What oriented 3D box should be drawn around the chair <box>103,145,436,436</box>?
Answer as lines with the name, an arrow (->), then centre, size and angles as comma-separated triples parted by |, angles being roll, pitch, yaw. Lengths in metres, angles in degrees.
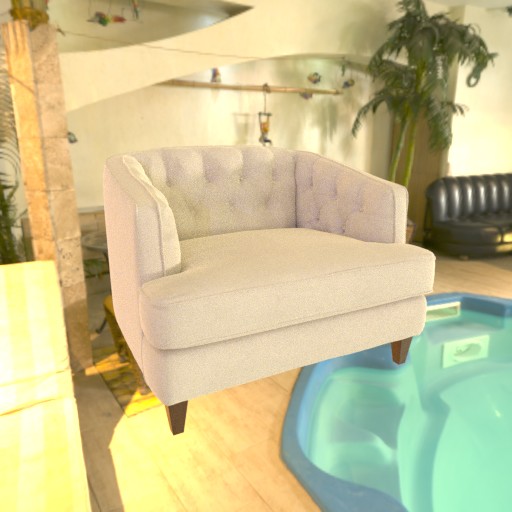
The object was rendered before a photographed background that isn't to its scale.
chair -> 0.000, 0.000, 1.793 | 1.104, 0.852, 0.941 | -8, 17, -27
